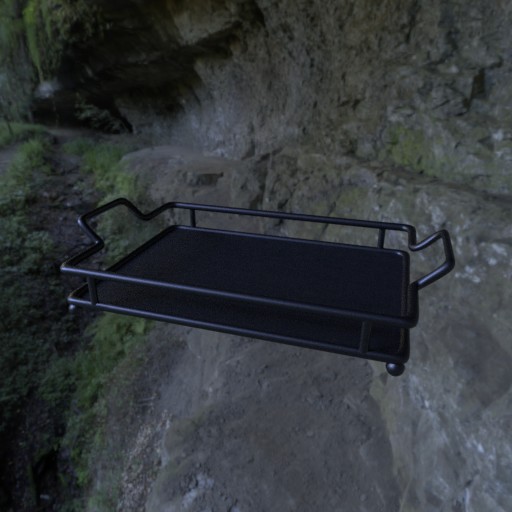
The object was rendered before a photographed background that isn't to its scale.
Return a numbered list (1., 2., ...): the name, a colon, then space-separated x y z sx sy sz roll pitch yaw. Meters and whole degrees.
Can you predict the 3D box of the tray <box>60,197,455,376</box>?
1. tray: 0.000 0.000 0.619 0.495 0.101 0.297 7 25 16
